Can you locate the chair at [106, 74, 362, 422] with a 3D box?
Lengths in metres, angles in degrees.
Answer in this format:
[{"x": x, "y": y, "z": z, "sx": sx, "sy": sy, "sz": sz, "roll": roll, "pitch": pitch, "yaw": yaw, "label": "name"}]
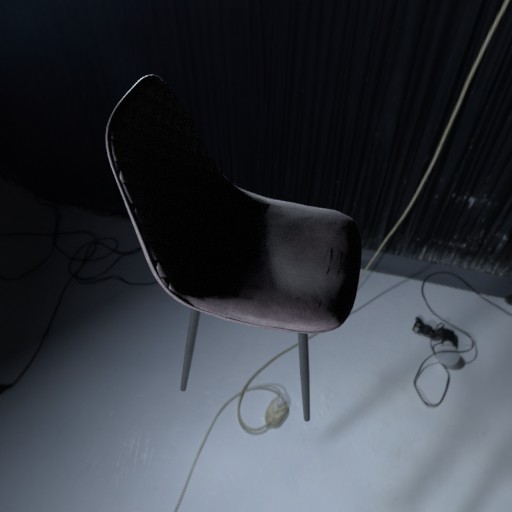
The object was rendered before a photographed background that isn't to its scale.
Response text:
[{"x": 0.000, "y": 0.000, "z": 1.212, "sx": 0.561, "sy": 0.889, "sz": 0.472, "roll": 11, "pitch": 49, "yaw": 9, "label": "chair"}]
